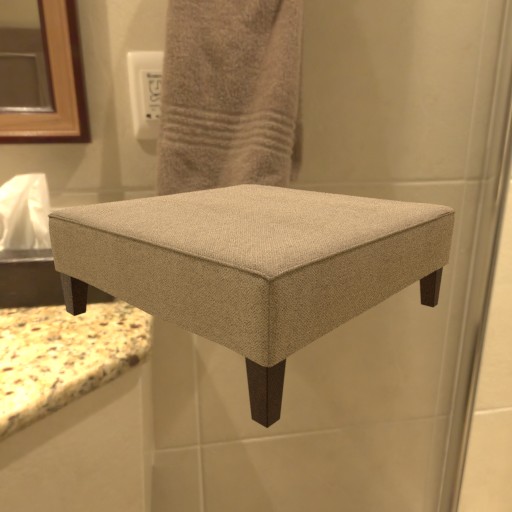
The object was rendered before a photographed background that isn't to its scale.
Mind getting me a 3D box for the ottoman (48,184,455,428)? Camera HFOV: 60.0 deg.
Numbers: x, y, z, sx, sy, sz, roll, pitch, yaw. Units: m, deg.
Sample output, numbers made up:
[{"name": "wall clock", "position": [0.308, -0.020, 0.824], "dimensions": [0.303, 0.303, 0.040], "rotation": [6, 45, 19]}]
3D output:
[{"name": "ottoman", "position": [0.000, 0.000, 1.510], "dimensions": [0.973, 0.381, 0.982], "rotation": [14, 21, 40]}]
